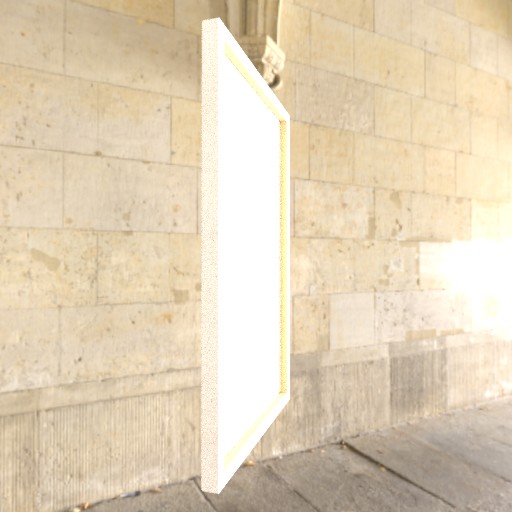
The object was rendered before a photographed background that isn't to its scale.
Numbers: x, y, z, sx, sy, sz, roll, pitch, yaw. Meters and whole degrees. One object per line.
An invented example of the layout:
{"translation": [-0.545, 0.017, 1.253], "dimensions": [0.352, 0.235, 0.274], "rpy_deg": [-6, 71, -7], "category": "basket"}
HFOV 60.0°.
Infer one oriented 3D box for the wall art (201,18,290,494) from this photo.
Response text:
{"translation": [0.000, 0.000, 1.145], "dimensions": [0.038, 0.912, 0.607], "rpy_deg": [0, -1, 17], "category": "wall art"}
